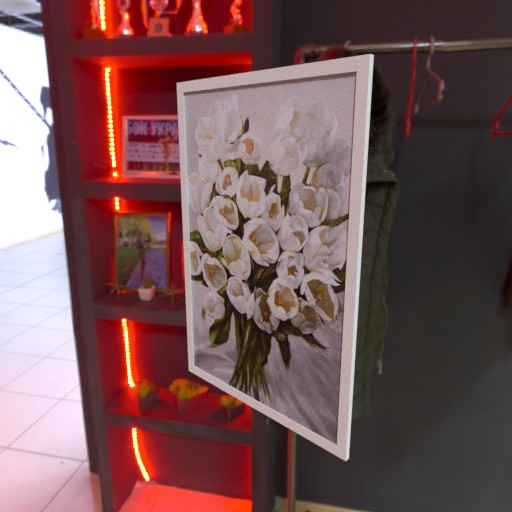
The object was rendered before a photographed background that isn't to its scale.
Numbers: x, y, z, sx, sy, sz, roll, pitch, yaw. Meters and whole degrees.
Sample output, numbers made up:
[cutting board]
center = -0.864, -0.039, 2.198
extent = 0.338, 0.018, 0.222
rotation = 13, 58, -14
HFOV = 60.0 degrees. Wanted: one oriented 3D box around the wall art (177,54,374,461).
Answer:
[wall art]
center = 0.000, 0.000, 1.245
extent = 0.660, 0.965, 0.015
rotation = 14, 20, 43
